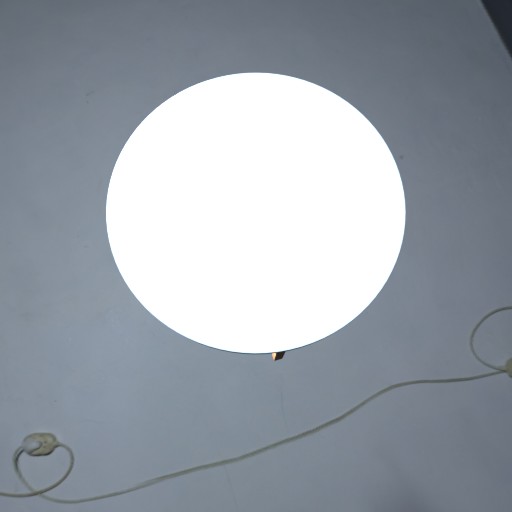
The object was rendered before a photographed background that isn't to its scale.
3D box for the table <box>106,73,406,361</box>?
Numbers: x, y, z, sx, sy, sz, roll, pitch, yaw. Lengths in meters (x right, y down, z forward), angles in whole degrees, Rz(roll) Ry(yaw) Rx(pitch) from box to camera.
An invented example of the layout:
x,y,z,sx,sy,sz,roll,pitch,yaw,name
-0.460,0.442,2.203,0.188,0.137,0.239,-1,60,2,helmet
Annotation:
x,y,z,sx,sy,sz,roll,pitch,yaw,name
0.000,0.000,0.761,0.350,0.500,0.350,0,75,0,table
